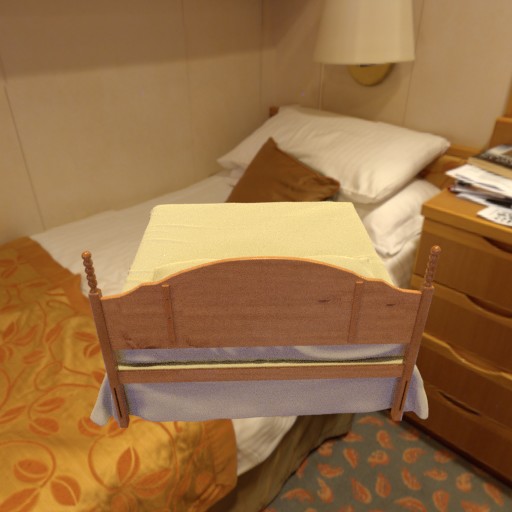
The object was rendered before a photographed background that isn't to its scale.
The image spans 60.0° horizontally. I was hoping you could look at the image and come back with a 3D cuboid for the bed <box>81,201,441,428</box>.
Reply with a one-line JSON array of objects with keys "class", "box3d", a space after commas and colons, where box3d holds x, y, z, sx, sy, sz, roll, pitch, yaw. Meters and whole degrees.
[{"class": "bed", "box3d": [0.000, 0.000, 3.608, 2.322, 1.355, 2.219, -1, 31, -2]}]
